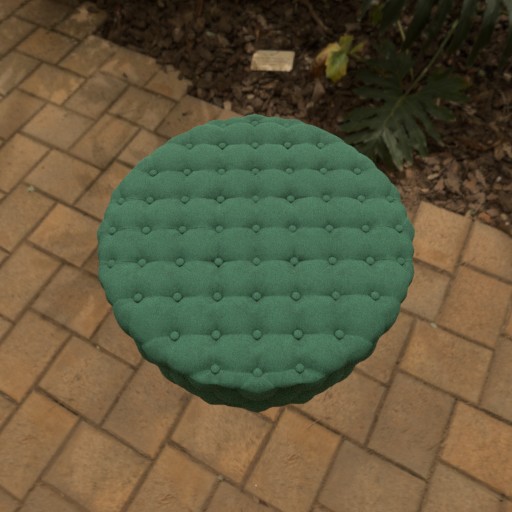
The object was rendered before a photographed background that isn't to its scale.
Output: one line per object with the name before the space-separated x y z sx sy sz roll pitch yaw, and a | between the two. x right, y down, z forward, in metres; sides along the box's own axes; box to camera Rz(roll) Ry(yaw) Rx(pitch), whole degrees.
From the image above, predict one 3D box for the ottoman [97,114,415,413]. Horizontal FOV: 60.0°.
ottoman | 0.000 0.000 1.531 0.998 0.399 0.998 0 63 0
